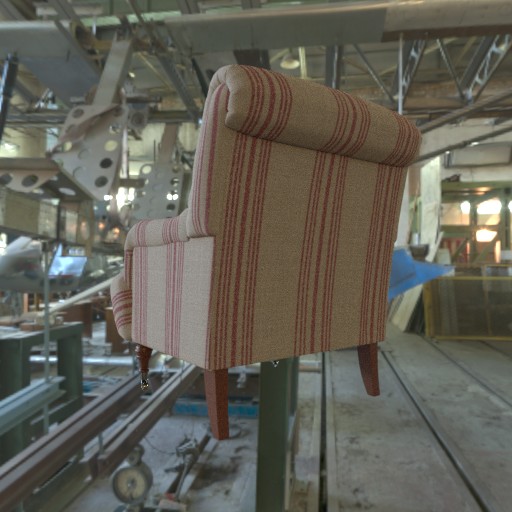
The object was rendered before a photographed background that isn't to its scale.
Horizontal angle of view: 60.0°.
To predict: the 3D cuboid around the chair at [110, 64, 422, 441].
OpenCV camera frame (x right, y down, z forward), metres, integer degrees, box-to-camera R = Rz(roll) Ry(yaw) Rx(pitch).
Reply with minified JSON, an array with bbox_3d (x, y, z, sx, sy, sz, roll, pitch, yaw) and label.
[{"bbox_3d":[0.000,0.000,1.833,0.933,1.123,1.058,1,-1,-37],"label":"chair"}]
